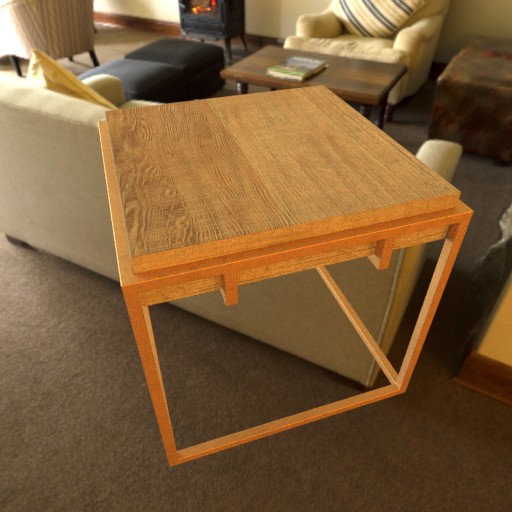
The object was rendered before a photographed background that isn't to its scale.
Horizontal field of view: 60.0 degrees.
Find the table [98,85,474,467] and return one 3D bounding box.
[{"bbox_3d":[0.000,0.000,1.084,0.599,0.584,0.599,-12,41,-14],"label":"table"}]
